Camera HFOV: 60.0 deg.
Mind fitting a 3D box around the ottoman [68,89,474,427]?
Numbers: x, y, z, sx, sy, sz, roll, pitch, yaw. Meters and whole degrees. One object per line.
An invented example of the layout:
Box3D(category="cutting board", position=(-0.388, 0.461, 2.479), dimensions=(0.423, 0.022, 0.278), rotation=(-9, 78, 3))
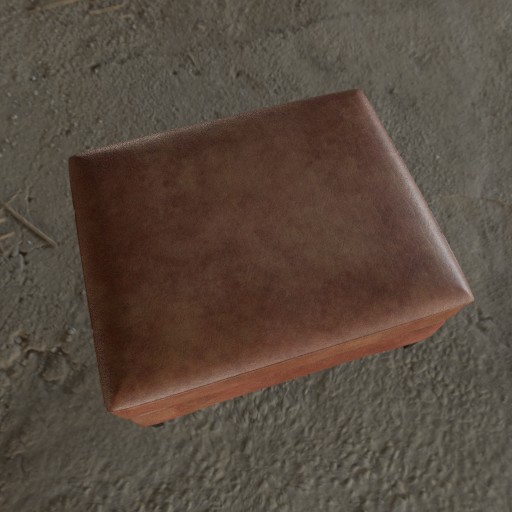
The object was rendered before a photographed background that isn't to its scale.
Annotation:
Box3D(category="ottoman", position=(0.000, 0.000, 1.754), dimensions=(1.186, 0.667, 0.965), rotation=(-15, 66, -7))
